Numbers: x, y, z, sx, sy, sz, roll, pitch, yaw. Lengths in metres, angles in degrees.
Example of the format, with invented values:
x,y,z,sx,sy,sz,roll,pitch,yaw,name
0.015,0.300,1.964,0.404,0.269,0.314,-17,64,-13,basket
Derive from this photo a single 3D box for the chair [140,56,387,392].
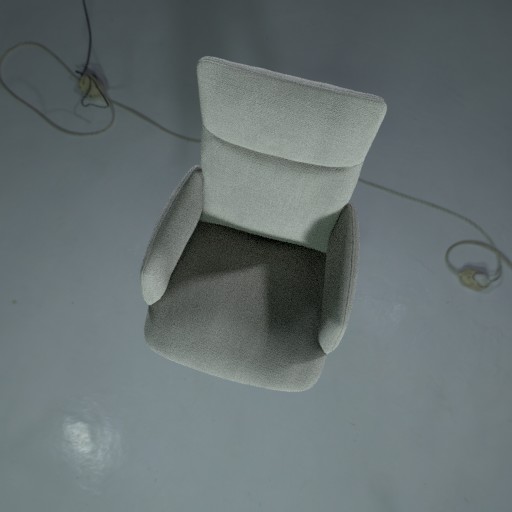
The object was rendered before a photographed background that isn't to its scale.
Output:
x,y,z,sx,sy,sz,roll,pitch,yaw,name
0.000,0.000,1.601,0.711,1.016,0.889,15,76,4,chair
